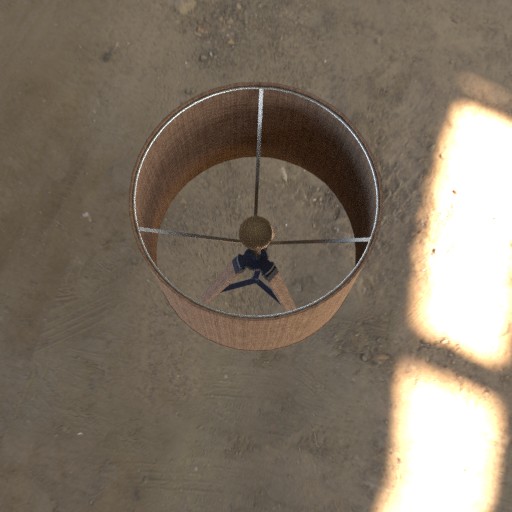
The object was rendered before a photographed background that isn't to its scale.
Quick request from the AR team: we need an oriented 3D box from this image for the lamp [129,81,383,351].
[{"bbox_3d":[0.000,0.000,0.681,0.290,0.514,0.290,0,76,0],"label":"lamp"}]
